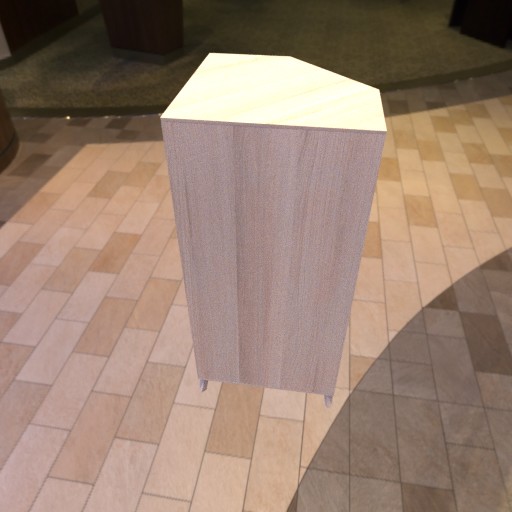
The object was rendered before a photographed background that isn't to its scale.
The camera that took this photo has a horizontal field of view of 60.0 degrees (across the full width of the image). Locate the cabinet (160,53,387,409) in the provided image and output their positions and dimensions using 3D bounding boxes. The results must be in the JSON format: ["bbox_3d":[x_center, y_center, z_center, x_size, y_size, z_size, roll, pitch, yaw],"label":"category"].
[{"bbox_3d":[0.000,0.000,2.650,0.969,1.957,1.272,-26,46,-27],"label":"cabinet"}]
